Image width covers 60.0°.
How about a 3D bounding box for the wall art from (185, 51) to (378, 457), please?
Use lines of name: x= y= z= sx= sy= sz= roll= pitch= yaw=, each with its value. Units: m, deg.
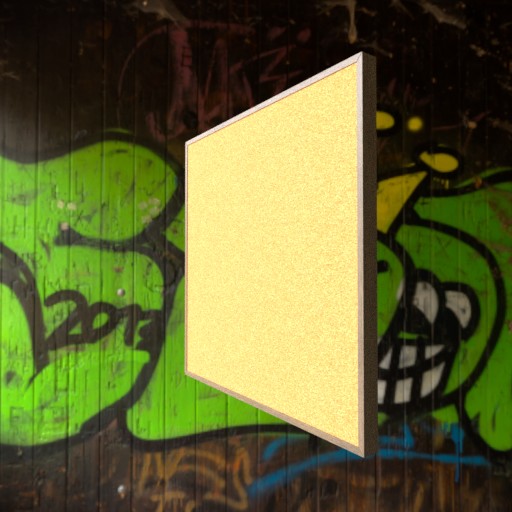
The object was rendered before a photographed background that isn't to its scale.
wall art: x=0.000 y=0.000 z=1.149 sx=0.039 sy=0.758 sz=0.758 roll=1 pitch=-1 yaw=-35
